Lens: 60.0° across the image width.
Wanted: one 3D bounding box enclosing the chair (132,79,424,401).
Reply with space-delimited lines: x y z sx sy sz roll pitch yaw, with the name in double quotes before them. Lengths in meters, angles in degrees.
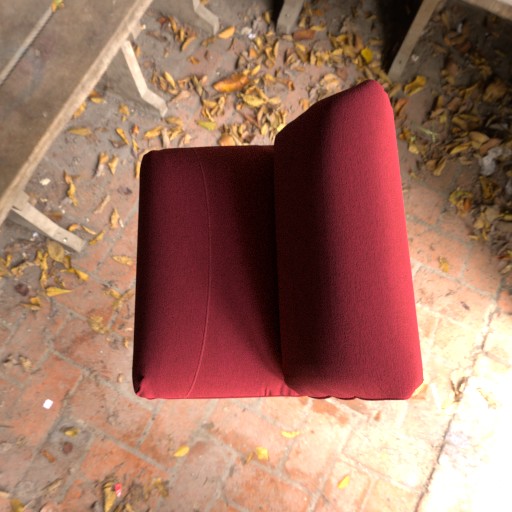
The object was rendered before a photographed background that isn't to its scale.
"chair" 0.000 0.000 1.317 0.780 0.580 0.820 -2 76 0
